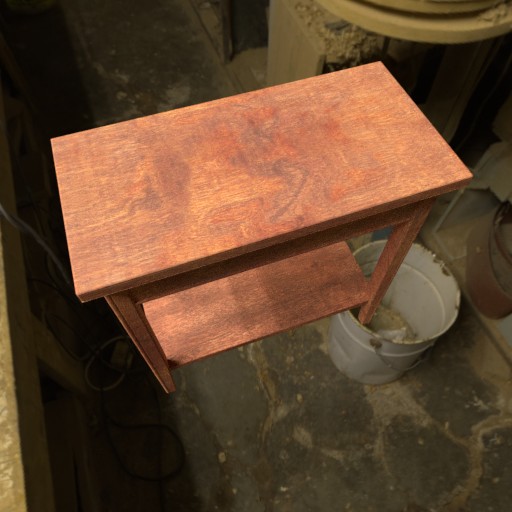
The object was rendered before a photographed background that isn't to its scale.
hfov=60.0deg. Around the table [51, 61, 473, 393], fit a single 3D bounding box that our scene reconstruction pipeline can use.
[{"bbox_3d":[0.000,0.000,0.968,0.610,0.610,0.305,-17,60,-10],"label":"table"}]
